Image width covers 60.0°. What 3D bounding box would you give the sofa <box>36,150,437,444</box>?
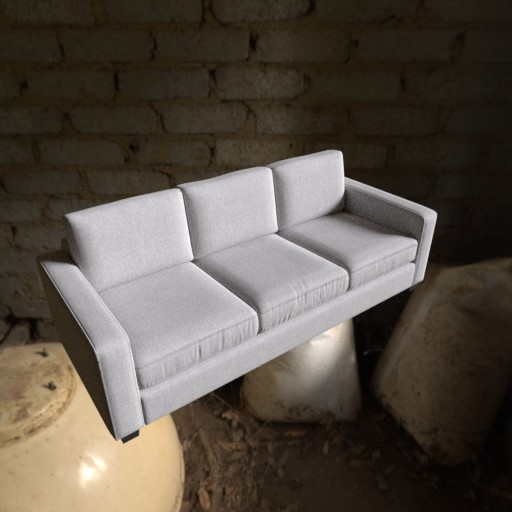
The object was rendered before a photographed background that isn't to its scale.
[{"bbox_3d":[0.000,0.000,2.532,2.120,0.800,0.900,-20,35,-31],"label":"sofa"}]
